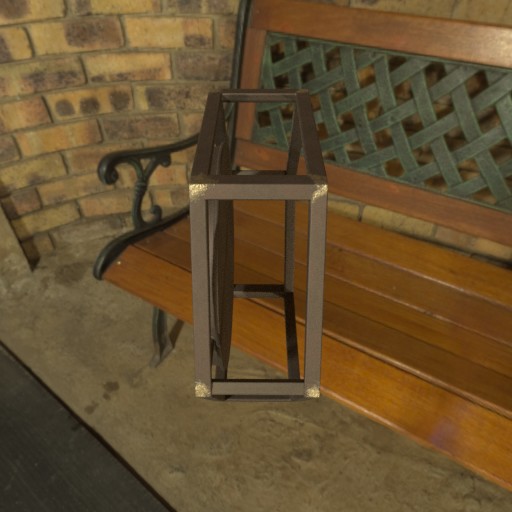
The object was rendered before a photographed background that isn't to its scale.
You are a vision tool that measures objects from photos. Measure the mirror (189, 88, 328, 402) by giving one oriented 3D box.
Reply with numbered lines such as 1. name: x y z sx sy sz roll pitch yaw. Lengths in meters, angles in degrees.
1. mirror: 0.000 0.000 0.541 0.119 0.334 0.380 0 42 0
